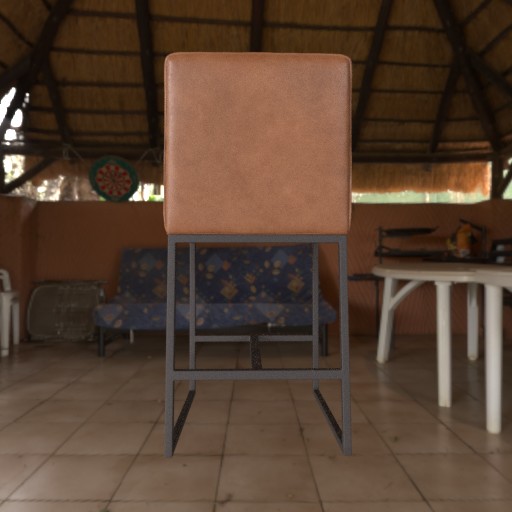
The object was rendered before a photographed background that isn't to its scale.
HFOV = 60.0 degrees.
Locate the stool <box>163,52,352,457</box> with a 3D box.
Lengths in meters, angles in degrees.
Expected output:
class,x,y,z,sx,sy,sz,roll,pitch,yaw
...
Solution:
class,x,y,z,sx,sy,sz,roll,pitch,yaw
stool,0.000,0.000,1.271,0.458,0.940,0.556,0,0,-1
